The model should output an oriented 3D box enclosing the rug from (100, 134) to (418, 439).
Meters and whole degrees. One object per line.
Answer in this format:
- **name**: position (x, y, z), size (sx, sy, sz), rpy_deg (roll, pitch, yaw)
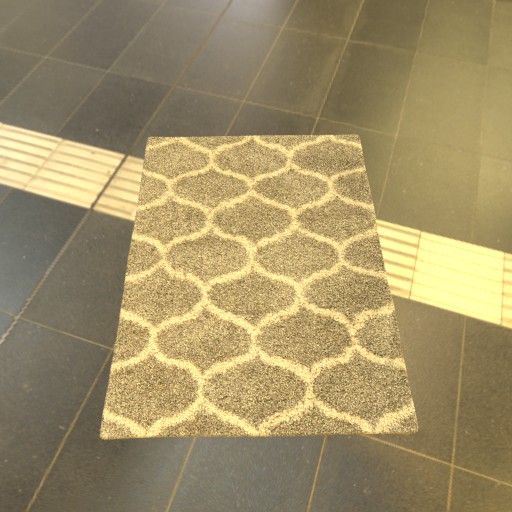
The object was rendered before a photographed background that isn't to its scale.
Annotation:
- **rug**: position (0.000, 0.000, 2.087), size (1.200, 0.025, 1.600), rpy_deg (-1, 58, -1)
